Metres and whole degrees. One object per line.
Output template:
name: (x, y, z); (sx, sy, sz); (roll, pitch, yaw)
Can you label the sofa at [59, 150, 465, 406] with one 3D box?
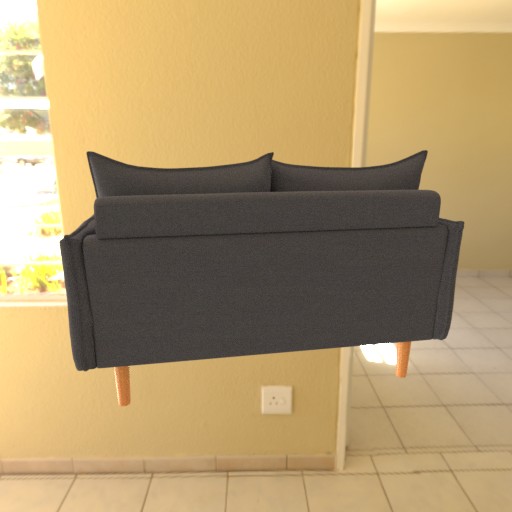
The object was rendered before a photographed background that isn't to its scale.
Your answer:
sofa: (0.000, 0.000, 1.794); (1.300, 0.840, 0.820); (-3, 15, -10)
